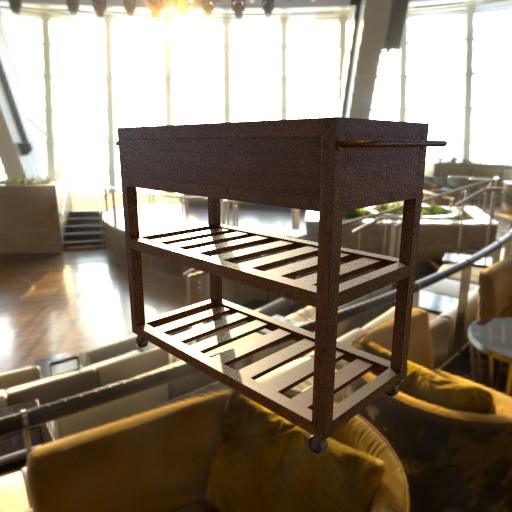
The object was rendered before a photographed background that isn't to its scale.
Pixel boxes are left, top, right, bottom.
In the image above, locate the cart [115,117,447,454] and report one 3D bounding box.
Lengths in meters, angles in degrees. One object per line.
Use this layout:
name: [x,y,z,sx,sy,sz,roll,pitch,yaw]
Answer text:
cart: [0.000,0.000,1.472,0.445,0.830,1.065,-14,20,-43]
